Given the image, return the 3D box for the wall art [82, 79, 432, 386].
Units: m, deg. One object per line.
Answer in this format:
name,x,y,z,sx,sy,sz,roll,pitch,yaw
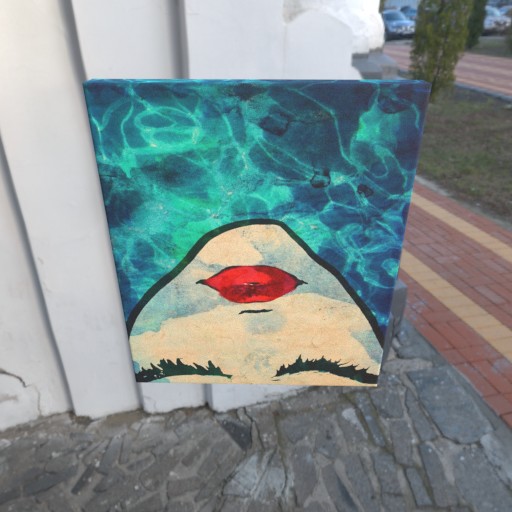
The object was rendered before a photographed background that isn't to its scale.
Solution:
wall art,0.000,0.000,0.687,0.432,0.508,0.038,1,29,1
